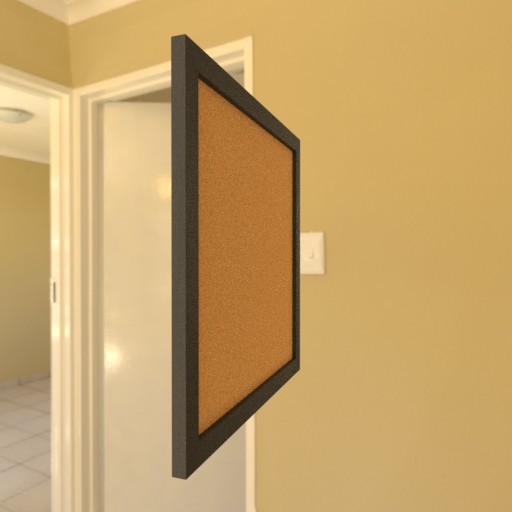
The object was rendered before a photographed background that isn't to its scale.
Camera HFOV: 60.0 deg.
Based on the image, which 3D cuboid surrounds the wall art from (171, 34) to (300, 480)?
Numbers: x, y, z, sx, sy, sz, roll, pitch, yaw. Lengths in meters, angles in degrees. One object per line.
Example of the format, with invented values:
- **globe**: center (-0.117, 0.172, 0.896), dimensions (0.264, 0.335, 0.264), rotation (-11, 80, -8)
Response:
- **wall art**: center (0.000, 0.000, 1.491), dimensions (0.038, 1.016, 1.016), rotation (0, 1, 20)
